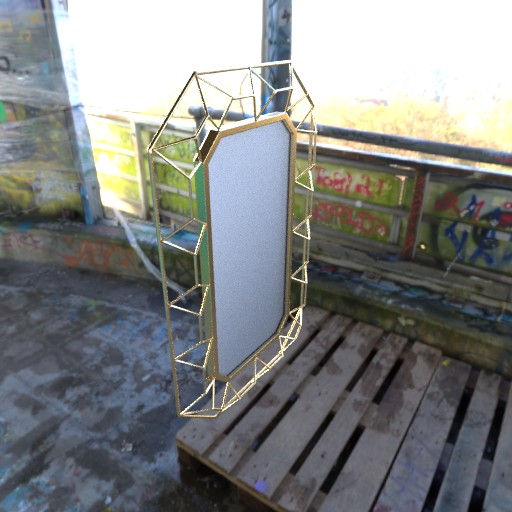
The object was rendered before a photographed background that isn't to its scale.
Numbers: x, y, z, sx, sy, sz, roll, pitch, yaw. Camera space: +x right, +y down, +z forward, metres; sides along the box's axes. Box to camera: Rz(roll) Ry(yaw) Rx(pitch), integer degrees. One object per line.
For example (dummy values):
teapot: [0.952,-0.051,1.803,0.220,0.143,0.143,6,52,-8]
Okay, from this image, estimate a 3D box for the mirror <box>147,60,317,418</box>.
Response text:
mirror: [0.000,0.000,1.098,0.051,0.870,0.572,19,33,31]
